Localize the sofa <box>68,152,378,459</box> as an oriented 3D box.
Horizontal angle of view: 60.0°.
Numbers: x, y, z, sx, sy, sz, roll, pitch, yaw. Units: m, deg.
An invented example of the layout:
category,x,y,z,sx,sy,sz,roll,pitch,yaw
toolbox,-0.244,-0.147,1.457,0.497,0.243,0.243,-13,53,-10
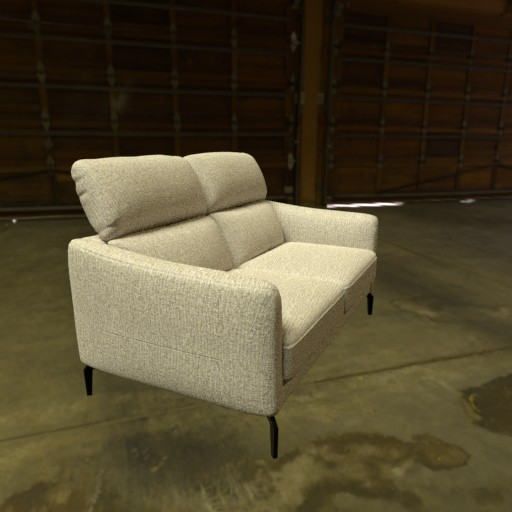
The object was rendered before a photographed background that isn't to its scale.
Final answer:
category,x,y,z,sx,sy,sz,roll,pitch,yaw
sofa,0.000,0.000,2.122,0.905,0.950,1.540,7,16,26
